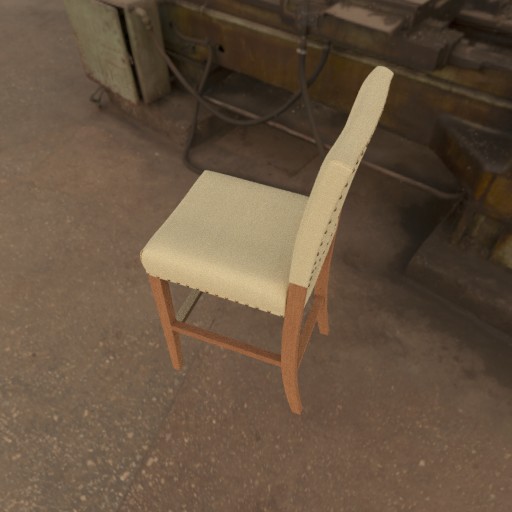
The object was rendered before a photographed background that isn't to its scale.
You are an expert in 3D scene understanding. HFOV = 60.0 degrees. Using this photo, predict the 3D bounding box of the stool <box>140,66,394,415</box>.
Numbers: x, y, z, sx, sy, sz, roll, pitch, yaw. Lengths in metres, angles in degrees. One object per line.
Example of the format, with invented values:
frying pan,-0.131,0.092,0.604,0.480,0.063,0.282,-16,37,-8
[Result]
stool,0.000,0.000,1.458,0.584,1.168,0.445,17,50,15
